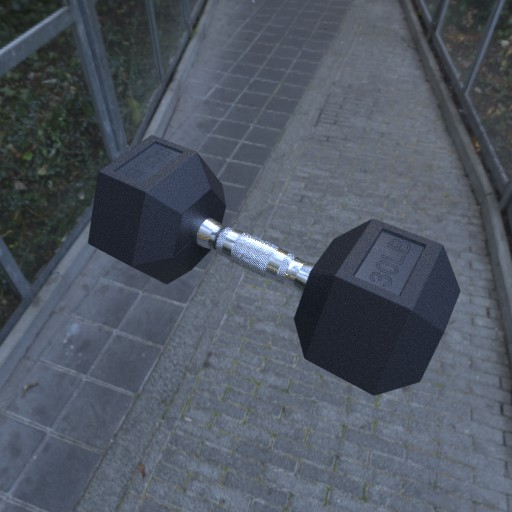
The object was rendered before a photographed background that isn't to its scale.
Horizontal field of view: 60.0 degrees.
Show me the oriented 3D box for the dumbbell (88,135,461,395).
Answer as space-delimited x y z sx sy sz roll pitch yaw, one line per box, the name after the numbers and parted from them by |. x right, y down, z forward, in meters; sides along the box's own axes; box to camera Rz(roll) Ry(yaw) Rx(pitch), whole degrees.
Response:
0.000 0.000 0.409 0.337 0.123 0.142 25 51 21 | dumbbell
